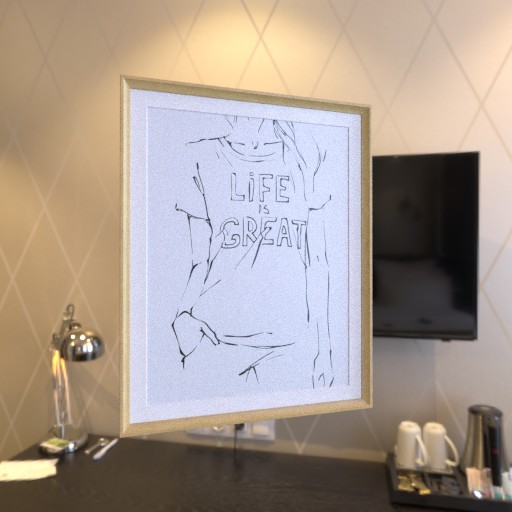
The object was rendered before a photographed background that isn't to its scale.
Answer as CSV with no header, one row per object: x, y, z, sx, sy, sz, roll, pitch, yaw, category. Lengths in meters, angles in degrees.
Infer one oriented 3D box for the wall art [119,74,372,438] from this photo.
0.000,0.000,1.358,0.798,1.002,0.030,0,0,-18,wall art
